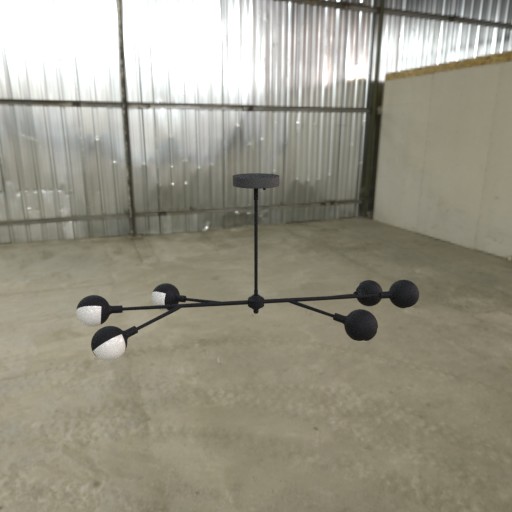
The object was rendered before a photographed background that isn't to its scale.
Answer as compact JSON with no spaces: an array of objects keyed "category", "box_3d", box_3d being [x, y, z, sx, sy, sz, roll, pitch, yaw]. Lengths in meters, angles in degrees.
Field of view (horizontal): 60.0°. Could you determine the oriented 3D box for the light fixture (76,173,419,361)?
[{"category":"light fixture","box_3d":[0.000,0.000,1.009,0.778,0.362,0.434,2,17,7]}]
